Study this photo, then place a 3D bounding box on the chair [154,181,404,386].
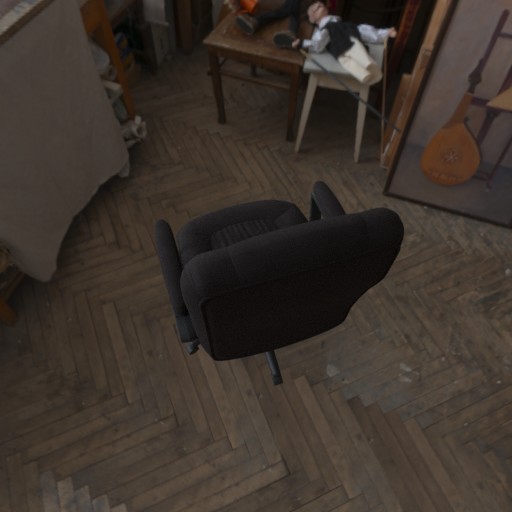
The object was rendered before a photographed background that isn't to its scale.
[{"bbox_3d":[0.000,0.000,1.544,0.667,1.105,0.724,-15,59,-9],"label":"chair"}]
